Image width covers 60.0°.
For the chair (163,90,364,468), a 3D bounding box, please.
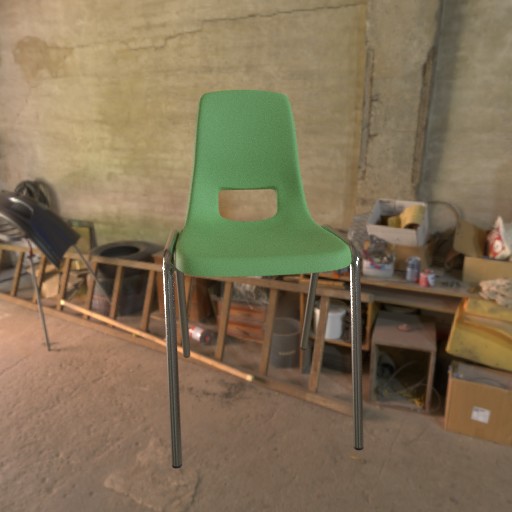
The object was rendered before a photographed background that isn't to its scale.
[{"bbox_3d":[0.000,0.000,0.965,0.381,0.704,0.436,-2,17,-7],"label":"chair"}]
